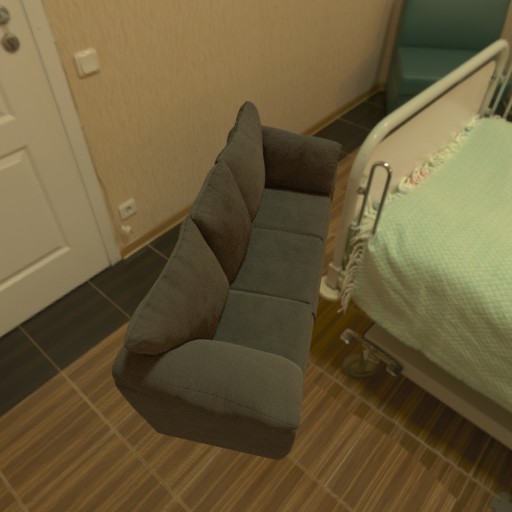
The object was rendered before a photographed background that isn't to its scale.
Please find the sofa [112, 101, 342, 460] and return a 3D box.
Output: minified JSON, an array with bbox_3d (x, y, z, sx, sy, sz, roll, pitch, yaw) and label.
[{"bbox_3d":[0.000,0.000,2.849,0.878,1.073,2.336,9,46,9],"label":"sofa"}]
